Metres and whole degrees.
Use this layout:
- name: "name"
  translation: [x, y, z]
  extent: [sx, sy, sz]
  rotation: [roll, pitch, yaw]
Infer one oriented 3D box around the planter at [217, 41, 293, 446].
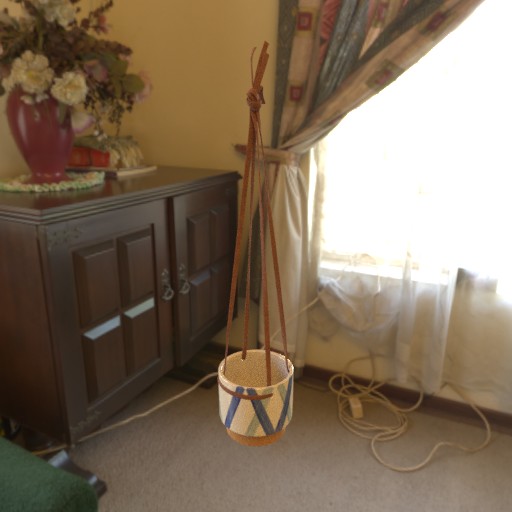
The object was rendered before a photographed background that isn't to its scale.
- name: "planter"
  translation: [0.000, 0.000, 0.833]
  extent: [0.153, 0.753, 0.157]
  rotation: [3, 17, 9]
